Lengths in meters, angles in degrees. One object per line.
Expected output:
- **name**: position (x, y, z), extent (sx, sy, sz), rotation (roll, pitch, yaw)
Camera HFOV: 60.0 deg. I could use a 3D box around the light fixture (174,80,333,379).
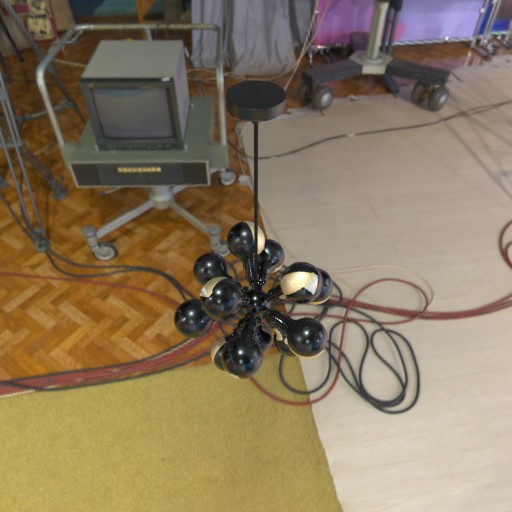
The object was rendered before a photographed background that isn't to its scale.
- **light fixture**: position (0.000, 0.000, 1.116), extent (0.468, 0.859, 0.420), rotation (33, 55, 27)
